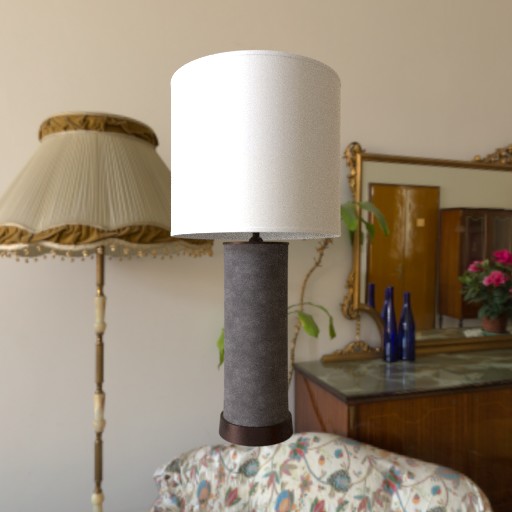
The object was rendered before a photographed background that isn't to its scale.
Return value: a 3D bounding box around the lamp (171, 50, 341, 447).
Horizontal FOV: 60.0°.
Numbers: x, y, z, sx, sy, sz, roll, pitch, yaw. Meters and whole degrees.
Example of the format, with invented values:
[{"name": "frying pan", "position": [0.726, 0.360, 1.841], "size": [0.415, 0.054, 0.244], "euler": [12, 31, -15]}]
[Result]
[{"name": "lamp", "position": [0.000, 0.000, 0.799], "size": [0.301, 0.630, 0.301], "euler": [0, 0, 37]}]
